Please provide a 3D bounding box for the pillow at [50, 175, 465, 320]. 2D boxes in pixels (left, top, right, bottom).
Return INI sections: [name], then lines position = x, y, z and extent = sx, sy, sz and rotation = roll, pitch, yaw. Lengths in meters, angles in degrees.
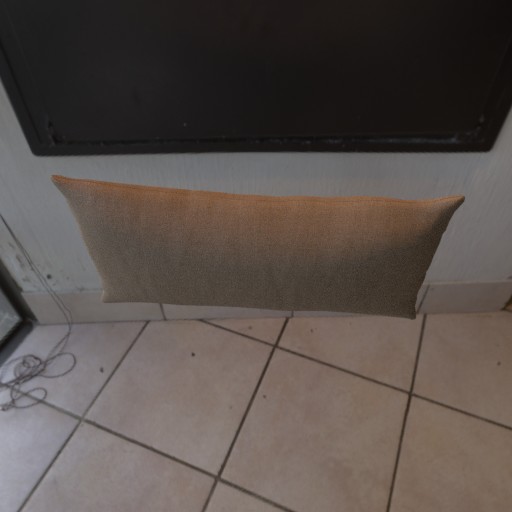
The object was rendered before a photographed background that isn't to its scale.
[pillow]
position = 0.000, 0.000, 0.749
extent = 0.612, 0.308, 0.148
rotation = 3, 48, 3
